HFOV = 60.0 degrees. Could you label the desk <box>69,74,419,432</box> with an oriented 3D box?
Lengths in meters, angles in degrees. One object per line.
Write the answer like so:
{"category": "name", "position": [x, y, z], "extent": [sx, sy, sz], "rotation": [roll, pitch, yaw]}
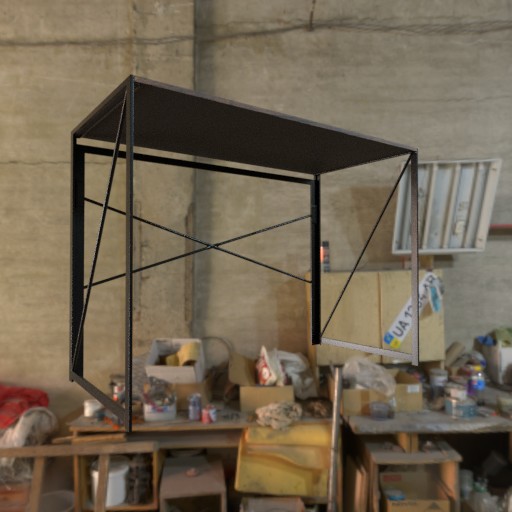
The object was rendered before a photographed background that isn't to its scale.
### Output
{"category": "desk", "position": [0.000, 0.000, 1.426], "extent": [1.015, 0.747, 0.505], "rotation": [1, -1, -36]}
